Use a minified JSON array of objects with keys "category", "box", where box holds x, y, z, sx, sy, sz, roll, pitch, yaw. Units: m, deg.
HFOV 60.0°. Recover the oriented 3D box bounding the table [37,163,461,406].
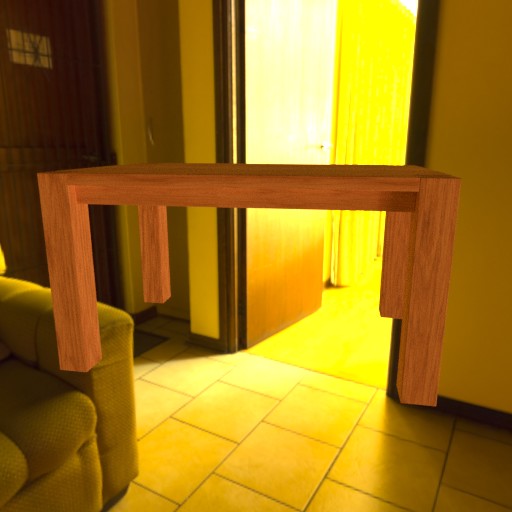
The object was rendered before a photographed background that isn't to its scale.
[{"category":"table","box":[0.000,0.000,1.951,1.400,0.760,0.900,3,14,10]}]
